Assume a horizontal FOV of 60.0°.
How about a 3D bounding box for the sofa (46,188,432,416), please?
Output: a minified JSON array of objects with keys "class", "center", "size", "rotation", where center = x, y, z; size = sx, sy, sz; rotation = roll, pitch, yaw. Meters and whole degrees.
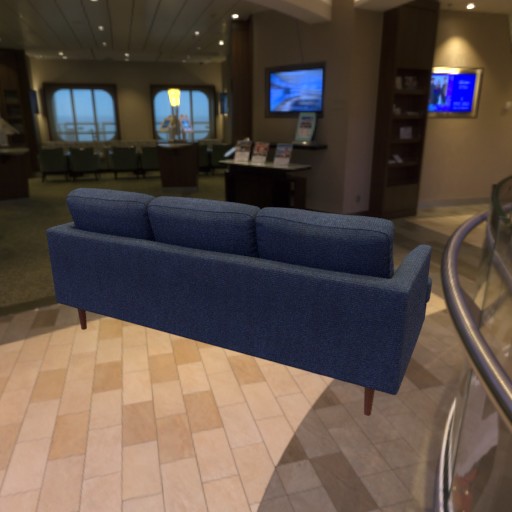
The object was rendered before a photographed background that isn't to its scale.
[{"class":"sofa","center":[0.000,0.000,3.003],"size":[2.233,0.956,1.504],"rotation":[9,20,26]}]
